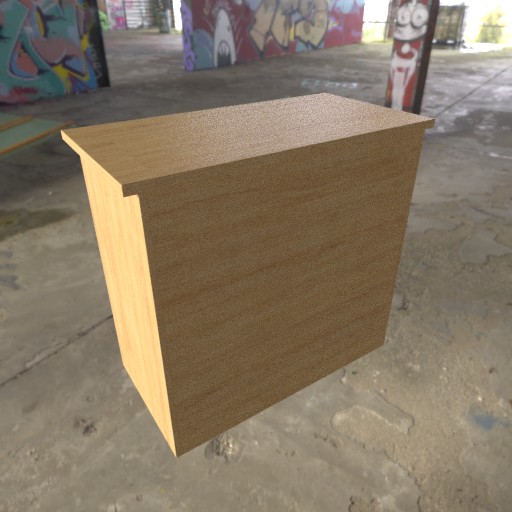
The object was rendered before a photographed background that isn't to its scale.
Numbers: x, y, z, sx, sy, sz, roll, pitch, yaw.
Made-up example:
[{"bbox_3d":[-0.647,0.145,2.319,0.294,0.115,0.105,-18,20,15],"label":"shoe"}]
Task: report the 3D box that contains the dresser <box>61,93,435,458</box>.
[{"bbox_3d":[0.000,0.000,1.243,0.800,0.730,0.410,-19,35,-29],"label":"dresser"}]
